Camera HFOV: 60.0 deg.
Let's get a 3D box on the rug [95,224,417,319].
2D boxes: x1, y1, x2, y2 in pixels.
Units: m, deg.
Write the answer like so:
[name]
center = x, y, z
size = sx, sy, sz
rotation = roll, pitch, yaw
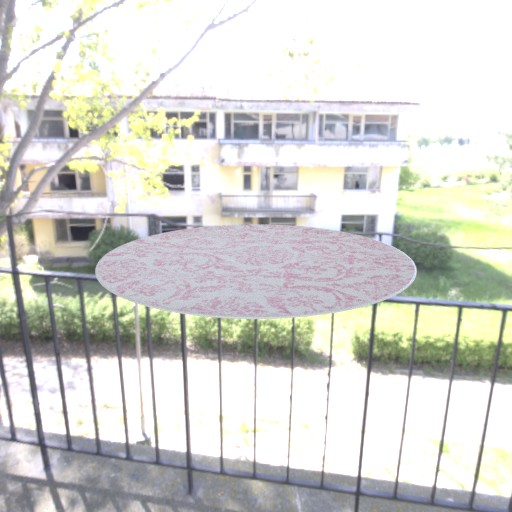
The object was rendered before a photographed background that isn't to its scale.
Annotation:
[rug]
center = 0.000, 0.000, 2.326
size = 1.593, 0.012, 1.593
rotation = 0, 16, 0
